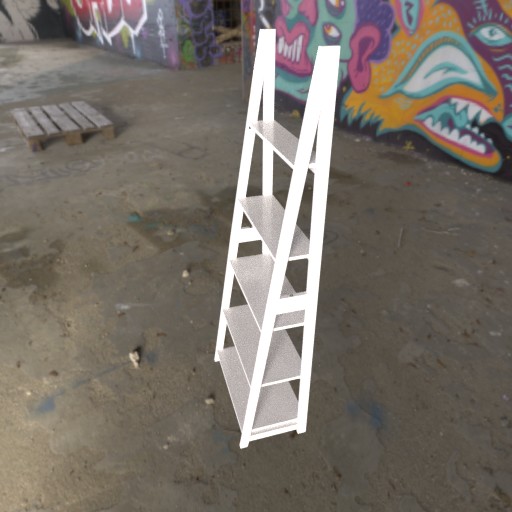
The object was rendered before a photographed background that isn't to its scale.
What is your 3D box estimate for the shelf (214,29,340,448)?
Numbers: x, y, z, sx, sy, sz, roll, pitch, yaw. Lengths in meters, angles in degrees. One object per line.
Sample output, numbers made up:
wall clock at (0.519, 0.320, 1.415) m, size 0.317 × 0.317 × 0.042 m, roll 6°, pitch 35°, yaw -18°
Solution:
shelf at (0.000, 0.000, 2.003) m, size 0.341 × 1.779 × 0.636 m, roll -9°, pitch 33°, yaw -14°
